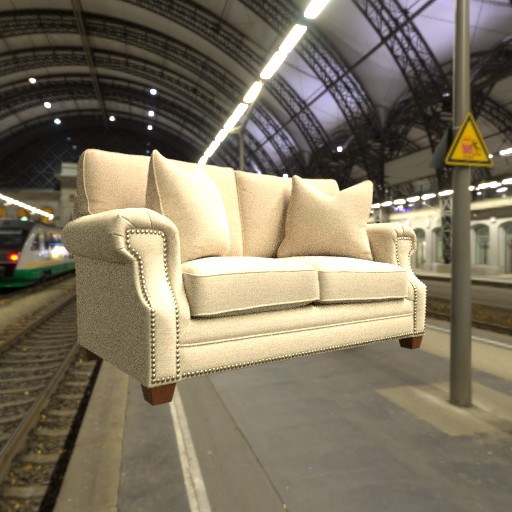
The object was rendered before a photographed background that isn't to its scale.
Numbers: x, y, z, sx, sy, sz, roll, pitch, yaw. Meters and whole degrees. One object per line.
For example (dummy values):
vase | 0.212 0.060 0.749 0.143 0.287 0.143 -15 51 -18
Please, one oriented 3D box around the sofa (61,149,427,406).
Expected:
sofa | 0.000 0.000 2.243 1.701 0.966 0.966 0 1 -36
